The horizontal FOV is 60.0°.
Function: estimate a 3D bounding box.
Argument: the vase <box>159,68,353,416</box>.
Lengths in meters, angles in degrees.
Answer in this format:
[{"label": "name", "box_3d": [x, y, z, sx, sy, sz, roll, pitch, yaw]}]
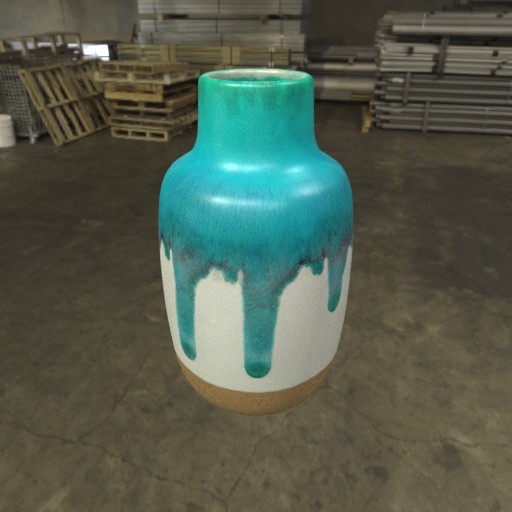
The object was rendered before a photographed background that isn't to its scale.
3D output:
[{"label": "vase", "box_3d": [0.000, 0.000, 0.251, 0.106, 0.192, 0.106, 0, 29, 0]}]
